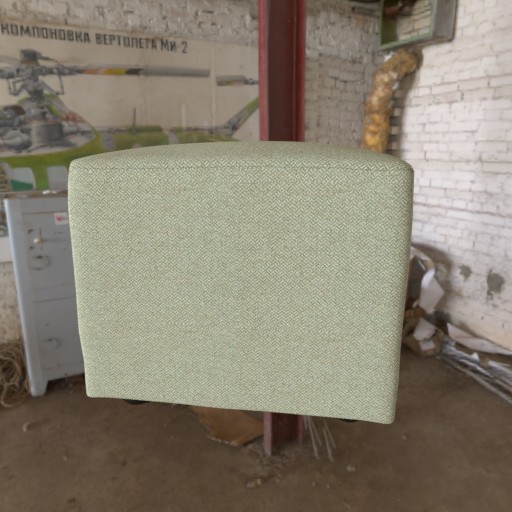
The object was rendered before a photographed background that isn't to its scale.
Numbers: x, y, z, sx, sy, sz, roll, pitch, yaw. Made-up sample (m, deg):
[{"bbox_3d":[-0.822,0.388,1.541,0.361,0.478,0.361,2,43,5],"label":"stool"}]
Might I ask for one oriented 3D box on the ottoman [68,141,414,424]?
[{"bbox_3d":[0.000,0.000,0.903,0.512,0.453,0.521,2,15,8],"label":"ottoman"}]
